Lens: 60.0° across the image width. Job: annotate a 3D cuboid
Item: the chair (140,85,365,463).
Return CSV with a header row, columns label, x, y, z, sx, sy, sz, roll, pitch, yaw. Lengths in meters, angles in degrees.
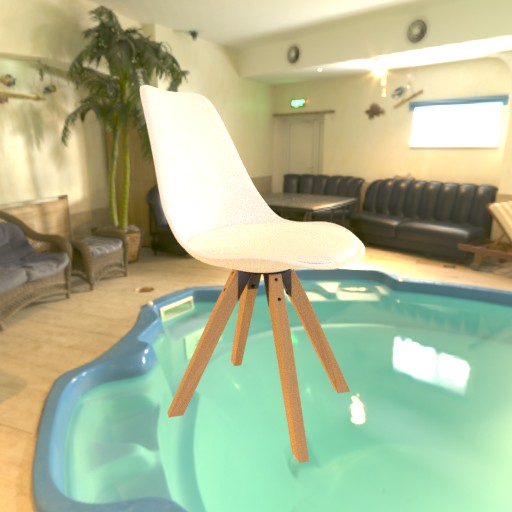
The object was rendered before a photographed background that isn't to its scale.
label,x,y,z,sx,sy,sz,roll,pitch,yaw
chair,0.000,0.000,1.162,0.550,0.849,0.485,7,16,27
